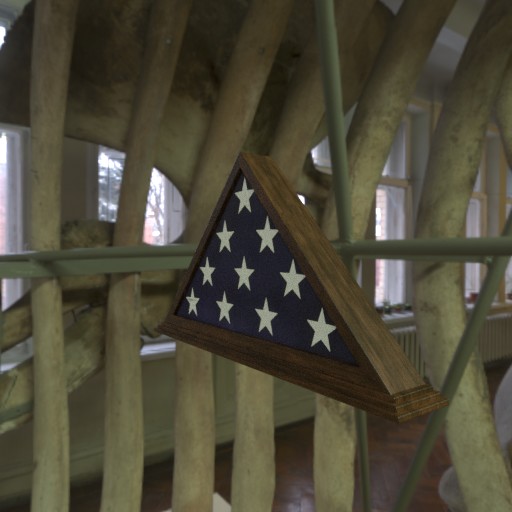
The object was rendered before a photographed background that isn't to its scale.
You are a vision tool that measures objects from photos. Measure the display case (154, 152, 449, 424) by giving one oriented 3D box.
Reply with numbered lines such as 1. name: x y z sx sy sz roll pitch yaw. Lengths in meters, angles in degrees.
1. display case: 0.000 0.000 0.746 0.095 0.340 0.640 -1 1 -36
